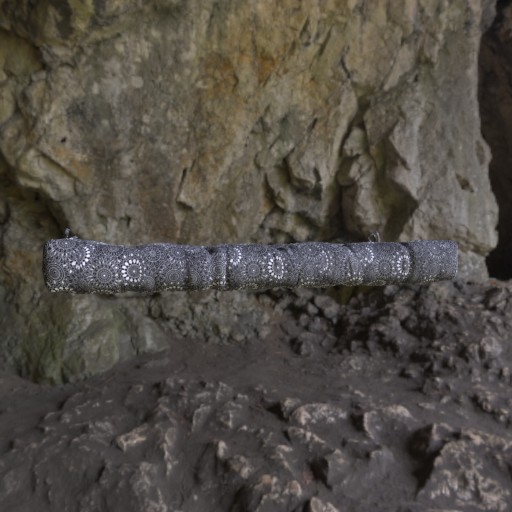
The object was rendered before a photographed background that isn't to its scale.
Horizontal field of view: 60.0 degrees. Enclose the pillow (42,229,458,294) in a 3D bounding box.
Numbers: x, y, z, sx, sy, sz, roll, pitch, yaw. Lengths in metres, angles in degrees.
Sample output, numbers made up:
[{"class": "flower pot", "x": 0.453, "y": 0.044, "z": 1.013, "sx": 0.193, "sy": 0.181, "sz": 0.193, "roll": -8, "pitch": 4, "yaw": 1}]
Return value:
[{"class": "pillow", "x": 0.000, "y": 0.000, "z": 1.361, "sx": 1.194, "sy": 0.174, "sz": 0.511, "roll": -1, "pitch": 2, "yaw": -19}]
